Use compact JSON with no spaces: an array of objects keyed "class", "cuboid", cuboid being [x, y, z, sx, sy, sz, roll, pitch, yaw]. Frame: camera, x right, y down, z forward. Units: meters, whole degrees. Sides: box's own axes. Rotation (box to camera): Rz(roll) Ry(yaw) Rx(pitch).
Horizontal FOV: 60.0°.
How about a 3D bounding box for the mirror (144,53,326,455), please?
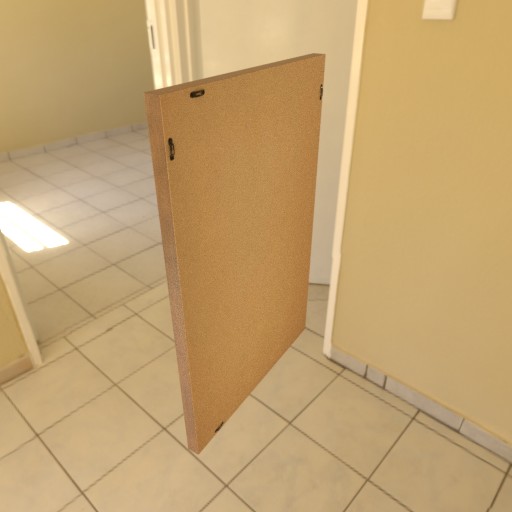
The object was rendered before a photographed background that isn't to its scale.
[{"class":"mirror","cuboid":[0.000,0.000,1.164,0.040,0.915,0.609,19,36,28]}]
